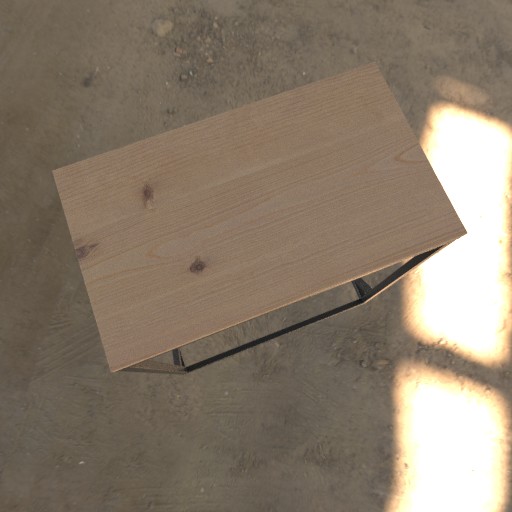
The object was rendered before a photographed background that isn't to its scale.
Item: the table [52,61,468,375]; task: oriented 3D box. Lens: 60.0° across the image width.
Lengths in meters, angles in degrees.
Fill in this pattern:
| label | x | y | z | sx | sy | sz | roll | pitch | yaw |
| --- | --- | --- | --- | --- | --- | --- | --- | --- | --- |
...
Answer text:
| label | x | y | z | sx | sy | sz | roll | pitch | yaw |
| --- | --- | --- | --- | --- | --- | --- | --- | --- | --- |
| table | 0.000 | 0.000 | 1.052 | 0.597 | 0.673 | 0.351 | -21 | 76 | -6 |
